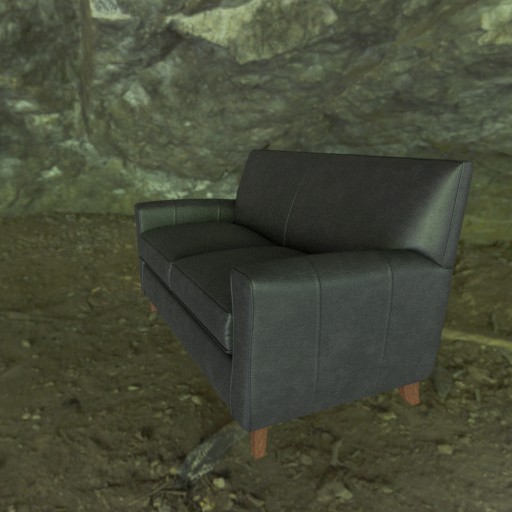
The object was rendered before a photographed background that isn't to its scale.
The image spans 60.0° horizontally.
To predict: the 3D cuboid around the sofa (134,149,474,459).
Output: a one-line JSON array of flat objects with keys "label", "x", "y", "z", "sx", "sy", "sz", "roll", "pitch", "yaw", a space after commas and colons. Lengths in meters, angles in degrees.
[{"label": "sofa", "x": 0.000, "y": 0.000, "z": 1.939, "sx": 0.787, "sy": 0.871, "sz": 1.473, "roll": -7, "pitch": 17, "yaw": -25}]
